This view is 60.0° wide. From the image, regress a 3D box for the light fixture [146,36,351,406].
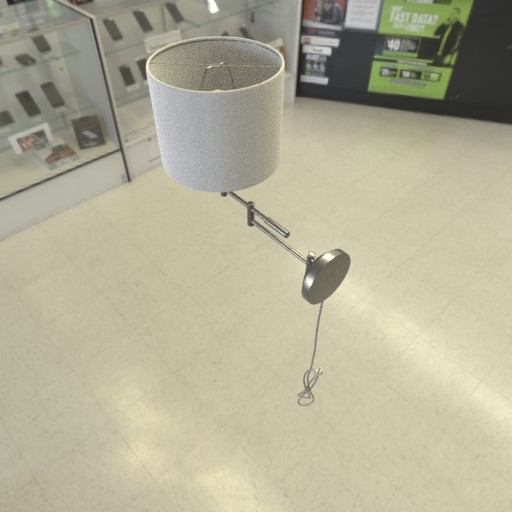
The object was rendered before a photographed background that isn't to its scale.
[{"bbox_3d":[0.000,0.000,1.050,0.253,0.842,0.479,-32,53,-27],"label":"light fixture"}]
